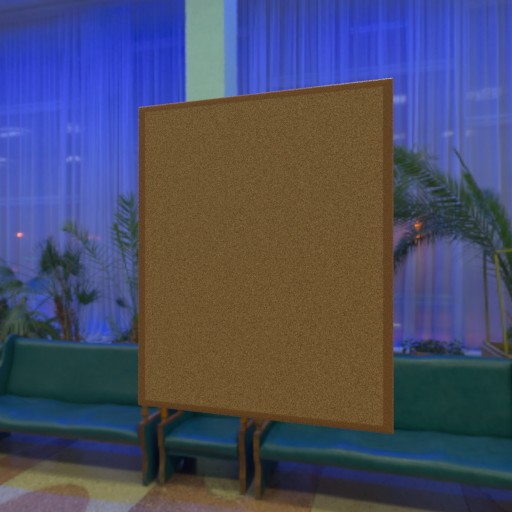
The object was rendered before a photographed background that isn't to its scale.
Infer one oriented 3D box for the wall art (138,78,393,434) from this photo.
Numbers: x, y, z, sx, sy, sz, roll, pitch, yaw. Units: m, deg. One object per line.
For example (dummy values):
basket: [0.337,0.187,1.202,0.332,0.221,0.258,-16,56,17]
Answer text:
wall art: [0.000,0.000,0.764,0.452,0.553,0.022,0,0,17]
